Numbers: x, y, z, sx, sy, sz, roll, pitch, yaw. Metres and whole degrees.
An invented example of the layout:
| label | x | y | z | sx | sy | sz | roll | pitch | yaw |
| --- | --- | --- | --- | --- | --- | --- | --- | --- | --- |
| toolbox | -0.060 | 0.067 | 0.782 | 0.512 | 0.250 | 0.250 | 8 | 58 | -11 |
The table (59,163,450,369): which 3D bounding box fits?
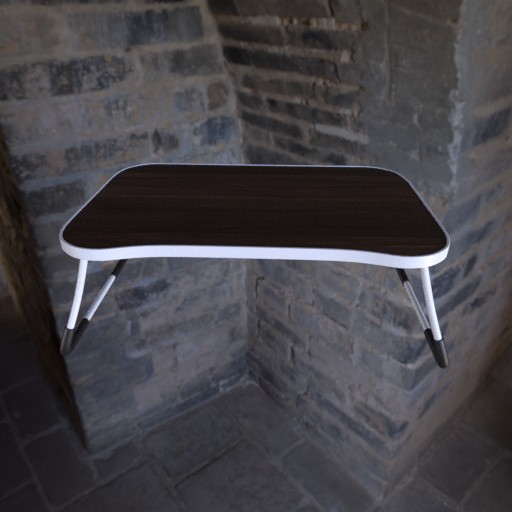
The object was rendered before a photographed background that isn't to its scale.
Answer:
| label | x | y | z | sx | sy | sz | roll | pitch | yaw |
| --- | --- | --- | --- | --- | --- | --- | --- | --- | --- |
| table | 0.000 | 0.000 | 0.845 | 0.660 | 0.232 | 0.400 | 1 | 29 | 2 |
